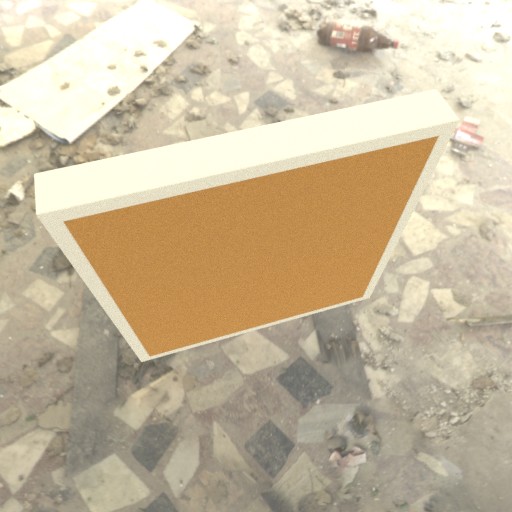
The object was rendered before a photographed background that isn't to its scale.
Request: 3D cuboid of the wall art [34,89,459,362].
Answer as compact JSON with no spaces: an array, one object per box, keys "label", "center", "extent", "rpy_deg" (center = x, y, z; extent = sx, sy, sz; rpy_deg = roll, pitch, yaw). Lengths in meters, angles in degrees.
[{"label":"wall art","center":[0.000,0.000,0.446],"extent":[0.305,0.305,0.037],"rpy_deg":[-14,60,-8]}]
